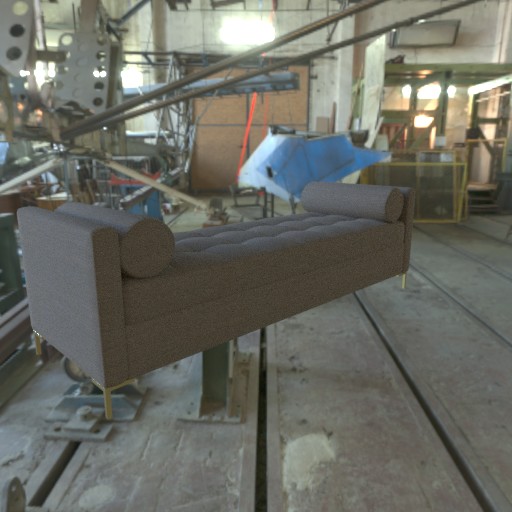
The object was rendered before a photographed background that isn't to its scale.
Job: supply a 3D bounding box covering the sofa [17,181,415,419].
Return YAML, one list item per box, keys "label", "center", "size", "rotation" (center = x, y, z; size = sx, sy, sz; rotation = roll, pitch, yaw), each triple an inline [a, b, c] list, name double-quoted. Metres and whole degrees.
- label: "sofa"
  center: [0.000, 0.000, 2.247]
  size: [1.981, 0.635, 0.686]
  rotation: [-13, 19, -43]
